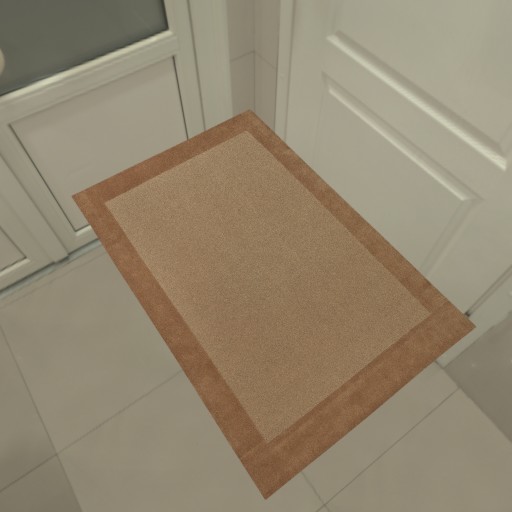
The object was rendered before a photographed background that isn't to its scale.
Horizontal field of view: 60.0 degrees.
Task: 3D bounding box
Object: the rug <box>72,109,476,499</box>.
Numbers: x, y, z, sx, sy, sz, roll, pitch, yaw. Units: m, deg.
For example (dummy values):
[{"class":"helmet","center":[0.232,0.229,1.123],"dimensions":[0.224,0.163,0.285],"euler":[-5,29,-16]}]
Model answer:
[{"class":"rug","center":[0.000,0.000,2.269],"dimensions":[1.219,0.014,1.829],"euler":[-32,64,-18]}]
